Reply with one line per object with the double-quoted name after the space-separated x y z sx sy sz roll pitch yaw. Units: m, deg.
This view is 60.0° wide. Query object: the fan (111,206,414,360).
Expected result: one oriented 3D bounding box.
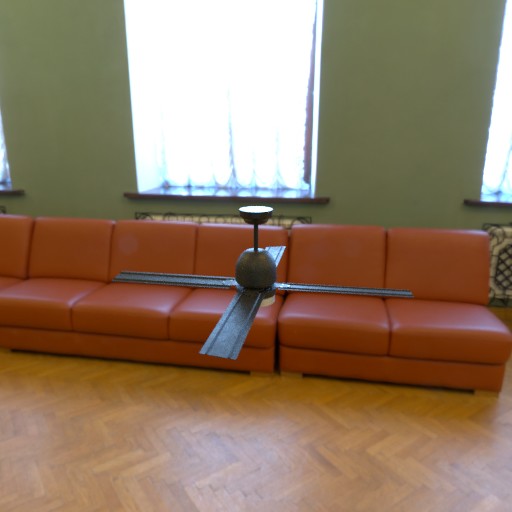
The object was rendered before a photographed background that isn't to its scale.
0.000 0.000 1.921 1.319 0.410 1.319 2 16 8 "fan"
